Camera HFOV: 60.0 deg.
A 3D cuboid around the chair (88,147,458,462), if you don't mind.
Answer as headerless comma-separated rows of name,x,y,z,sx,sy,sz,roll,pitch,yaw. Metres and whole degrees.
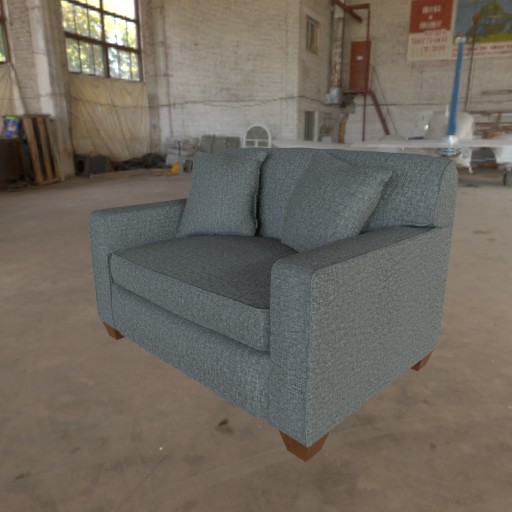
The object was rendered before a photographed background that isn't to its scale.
chair,0.000,0.000,2.023,1.383,0.948,1.000,15,22,43
